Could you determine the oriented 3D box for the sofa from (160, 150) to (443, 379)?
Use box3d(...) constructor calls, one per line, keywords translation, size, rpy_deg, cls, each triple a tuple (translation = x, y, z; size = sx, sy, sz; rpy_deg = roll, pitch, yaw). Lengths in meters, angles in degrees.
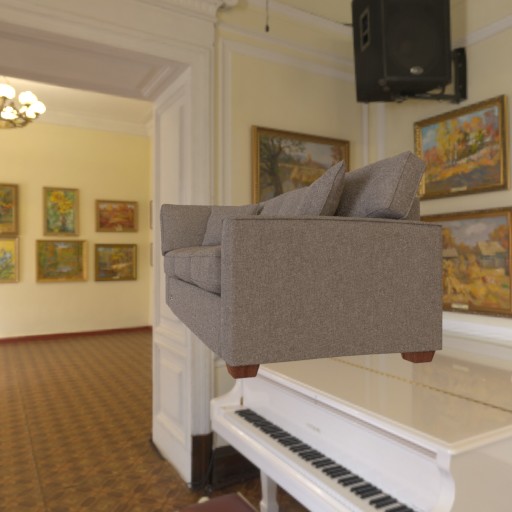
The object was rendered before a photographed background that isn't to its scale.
box3d(translation=(0.000, 0.000, 2.935), size=(1.061, 0.962, 2.317), rpy_deg=(0, 0, -18), cls="sofa")
